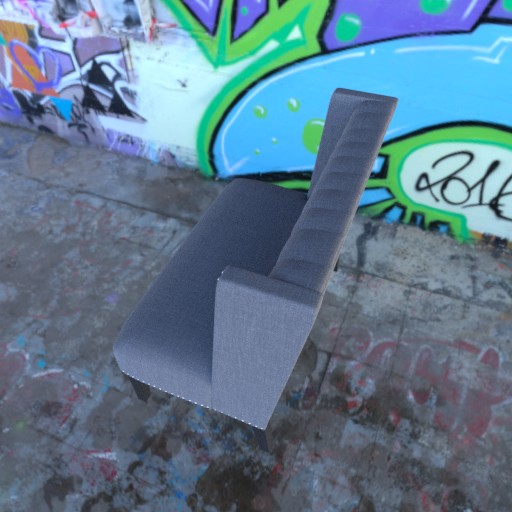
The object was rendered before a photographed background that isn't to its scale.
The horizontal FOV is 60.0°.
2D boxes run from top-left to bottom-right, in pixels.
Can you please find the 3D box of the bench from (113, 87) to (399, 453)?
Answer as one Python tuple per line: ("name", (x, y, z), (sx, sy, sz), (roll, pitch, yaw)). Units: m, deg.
("bench", (0.000, 0.000, 2.039), (0.842, 1.121, 1.276), (16, 48, 15))
